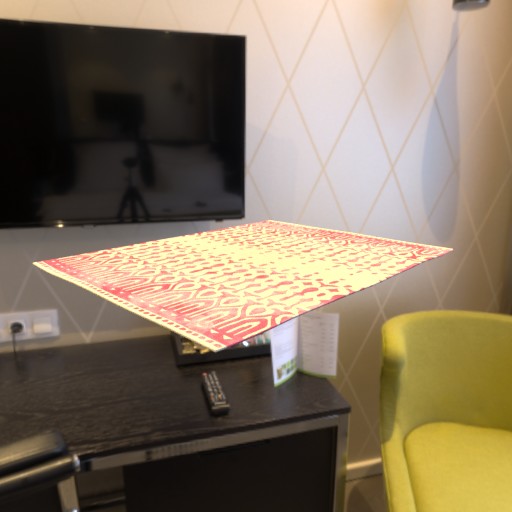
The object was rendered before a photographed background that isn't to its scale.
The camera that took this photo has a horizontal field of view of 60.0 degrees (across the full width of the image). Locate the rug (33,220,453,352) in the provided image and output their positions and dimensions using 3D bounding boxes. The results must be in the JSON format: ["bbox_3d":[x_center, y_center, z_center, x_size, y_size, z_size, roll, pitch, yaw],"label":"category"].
[{"bbox_3d":[0.000,0.000,4.080,2.441,0.016,3.095,13,19,42],"label":"rug"}]
